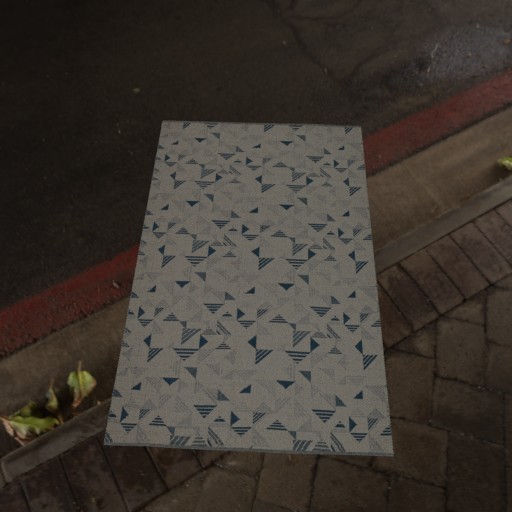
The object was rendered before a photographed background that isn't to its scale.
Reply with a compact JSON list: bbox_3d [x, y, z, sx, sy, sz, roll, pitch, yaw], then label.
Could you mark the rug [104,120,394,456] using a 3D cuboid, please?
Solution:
[{"bbox_3d":[0.000,0.000,2.266,1.206,0.003,1.835,2,62,1],"label":"rug"}]
